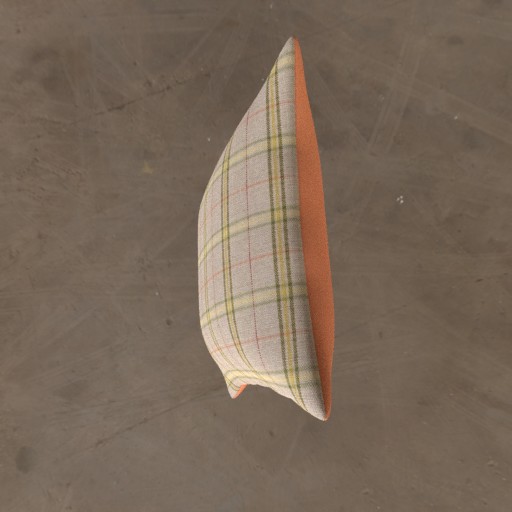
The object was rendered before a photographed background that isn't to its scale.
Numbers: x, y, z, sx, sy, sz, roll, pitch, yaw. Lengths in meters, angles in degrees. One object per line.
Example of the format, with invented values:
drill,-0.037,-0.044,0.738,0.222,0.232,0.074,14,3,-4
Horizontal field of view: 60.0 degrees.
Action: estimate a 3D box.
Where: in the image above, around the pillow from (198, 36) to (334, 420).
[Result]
pillow,0.000,0.000,0.698,0.200,0.430,0.453,-3,75,-1
